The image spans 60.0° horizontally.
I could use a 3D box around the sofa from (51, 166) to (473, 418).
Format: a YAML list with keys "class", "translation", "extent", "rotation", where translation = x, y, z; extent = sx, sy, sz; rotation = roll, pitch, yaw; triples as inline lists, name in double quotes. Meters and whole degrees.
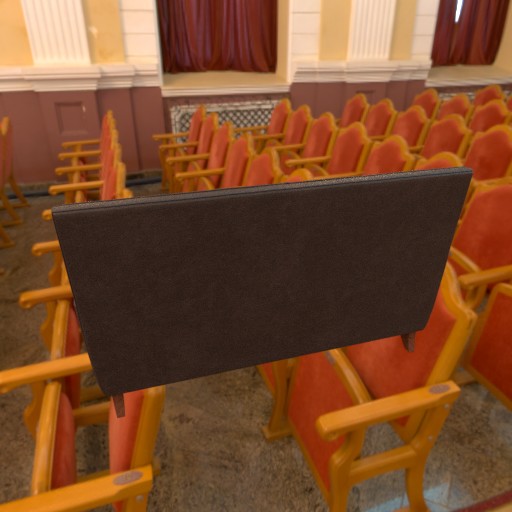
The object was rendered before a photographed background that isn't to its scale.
- class: "sofa"
  translation: [0.000, 0.000, 1.980]
  extent: [1.473, 0.871, 0.787]
  rotation: [-8, 27, -16]
